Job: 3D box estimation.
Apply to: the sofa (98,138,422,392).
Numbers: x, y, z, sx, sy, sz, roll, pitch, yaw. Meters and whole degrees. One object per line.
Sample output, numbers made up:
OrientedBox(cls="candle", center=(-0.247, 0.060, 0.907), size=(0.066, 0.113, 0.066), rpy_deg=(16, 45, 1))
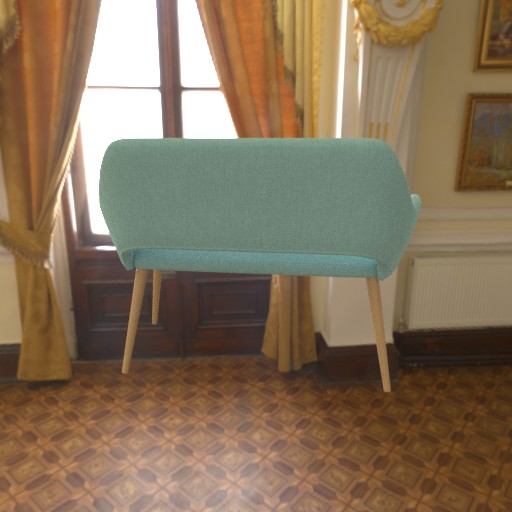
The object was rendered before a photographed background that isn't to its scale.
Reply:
OrientedBox(cls="sofa", center=(0.000, 0.000, 1.626), size=(1.150, 0.840, 0.610), rpy_deg=(2, 15, 7))
